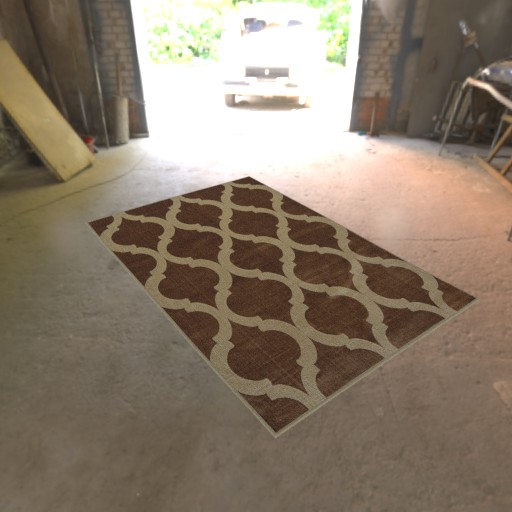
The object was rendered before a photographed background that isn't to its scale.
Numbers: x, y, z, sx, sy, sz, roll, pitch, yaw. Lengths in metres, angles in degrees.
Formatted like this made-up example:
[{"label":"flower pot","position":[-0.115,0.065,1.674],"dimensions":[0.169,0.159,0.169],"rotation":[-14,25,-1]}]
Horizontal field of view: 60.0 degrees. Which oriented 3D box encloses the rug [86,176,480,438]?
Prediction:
[{"label":"rug","position":[0.000,0.000,2.946],"dimensions":[1.526,0.014,2.290],"rotation":[-22,39,-30]}]
